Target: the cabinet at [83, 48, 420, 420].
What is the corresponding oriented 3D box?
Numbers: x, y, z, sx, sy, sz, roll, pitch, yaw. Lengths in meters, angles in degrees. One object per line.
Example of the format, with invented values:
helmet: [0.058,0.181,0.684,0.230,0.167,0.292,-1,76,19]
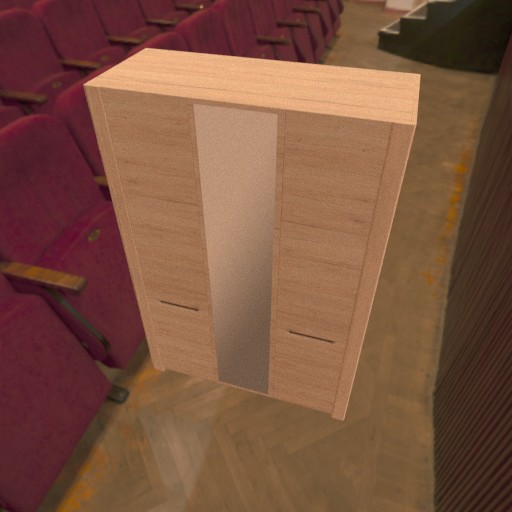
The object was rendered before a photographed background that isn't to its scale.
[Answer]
cabinet: [0.000,0.000,2.649,1.400,2.070,0.580,11,42,13]
